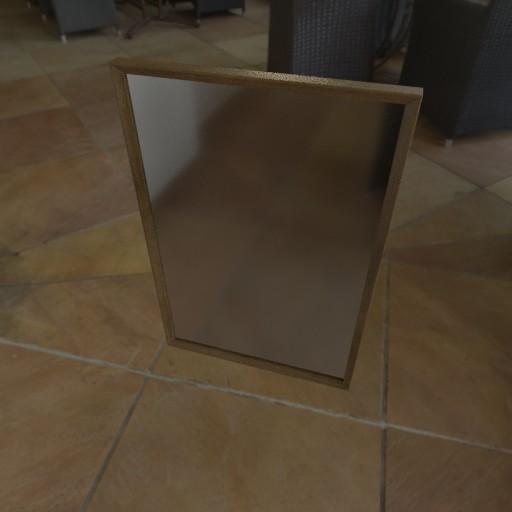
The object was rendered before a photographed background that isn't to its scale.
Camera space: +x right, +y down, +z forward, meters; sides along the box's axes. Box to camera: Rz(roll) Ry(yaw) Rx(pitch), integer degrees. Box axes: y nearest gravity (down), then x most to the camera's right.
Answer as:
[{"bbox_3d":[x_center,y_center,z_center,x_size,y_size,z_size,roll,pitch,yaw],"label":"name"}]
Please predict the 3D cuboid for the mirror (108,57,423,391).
[{"bbox_3d":[0.000,0.000,1.140,0.609,0.915,0.041,11,42,12],"label":"mirror"}]
